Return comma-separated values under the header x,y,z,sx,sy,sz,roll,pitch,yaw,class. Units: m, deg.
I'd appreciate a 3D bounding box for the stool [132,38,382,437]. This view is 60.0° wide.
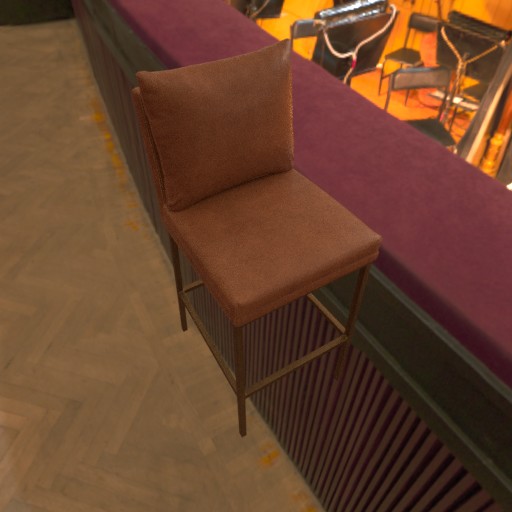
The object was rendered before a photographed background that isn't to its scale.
x,y,z,sx,sy,sz,roll,pitch,yaw,class
0.000,0.000,1.408,0.463,1.124,0.571,-23,50,-21,stool
